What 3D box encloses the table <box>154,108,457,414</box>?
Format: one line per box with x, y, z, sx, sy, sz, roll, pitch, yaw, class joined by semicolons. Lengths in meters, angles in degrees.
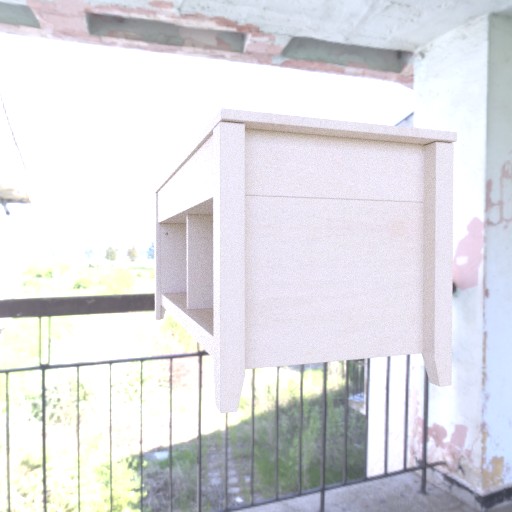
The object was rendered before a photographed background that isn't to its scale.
0.000;0.000;1.247;0.457;0.483;1.016;0;1;-19;table
